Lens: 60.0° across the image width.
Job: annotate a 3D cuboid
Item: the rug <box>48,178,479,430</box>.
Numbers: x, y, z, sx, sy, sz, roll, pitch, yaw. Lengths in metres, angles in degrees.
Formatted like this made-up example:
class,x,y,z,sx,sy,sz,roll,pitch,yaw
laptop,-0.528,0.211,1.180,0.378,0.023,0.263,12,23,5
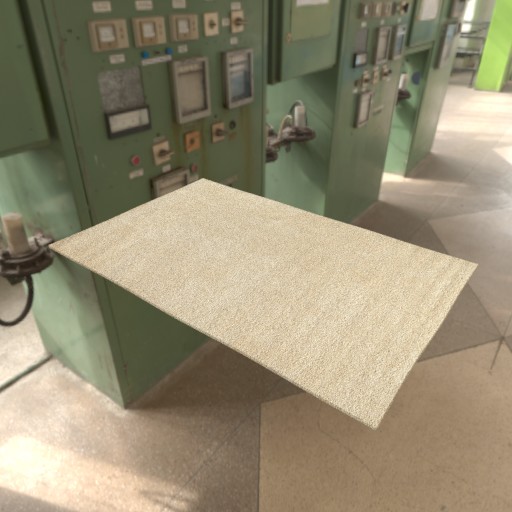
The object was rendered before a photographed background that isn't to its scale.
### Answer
class,x,y,z,sx,sy,sz,roll,pitch,yaw
rug,0.000,0.000,2.864,2.346,0.025,1.500,22,38,31
